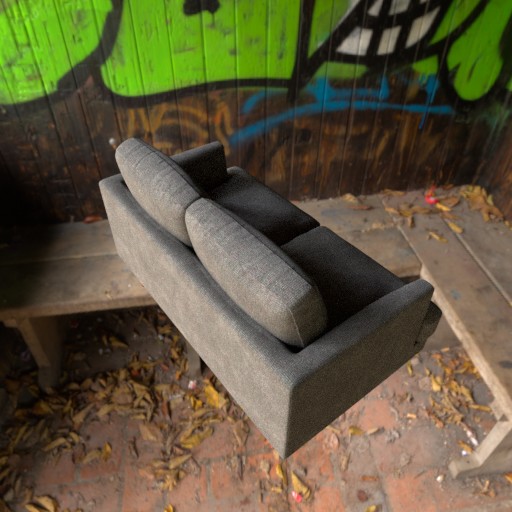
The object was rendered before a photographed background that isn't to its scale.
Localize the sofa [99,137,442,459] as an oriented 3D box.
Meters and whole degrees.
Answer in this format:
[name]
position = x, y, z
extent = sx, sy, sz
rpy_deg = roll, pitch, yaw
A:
[sofa]
position = 0.000, 0.000, 2.196
extent = 0.903, 0.956, 1.582
rpy_deg = -27, 48, -27
